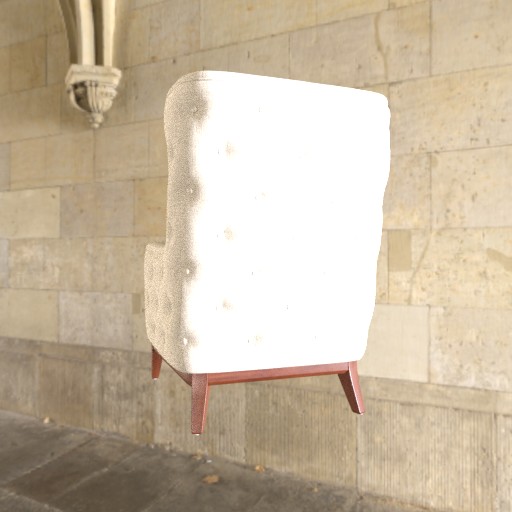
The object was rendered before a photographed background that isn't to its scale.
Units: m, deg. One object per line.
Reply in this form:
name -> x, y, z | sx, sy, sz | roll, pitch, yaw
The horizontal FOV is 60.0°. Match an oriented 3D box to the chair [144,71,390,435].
chair -> 0.000, 0.000, 1.689 | 0.778, 1.079, 0.899 | 0, -1, -18
